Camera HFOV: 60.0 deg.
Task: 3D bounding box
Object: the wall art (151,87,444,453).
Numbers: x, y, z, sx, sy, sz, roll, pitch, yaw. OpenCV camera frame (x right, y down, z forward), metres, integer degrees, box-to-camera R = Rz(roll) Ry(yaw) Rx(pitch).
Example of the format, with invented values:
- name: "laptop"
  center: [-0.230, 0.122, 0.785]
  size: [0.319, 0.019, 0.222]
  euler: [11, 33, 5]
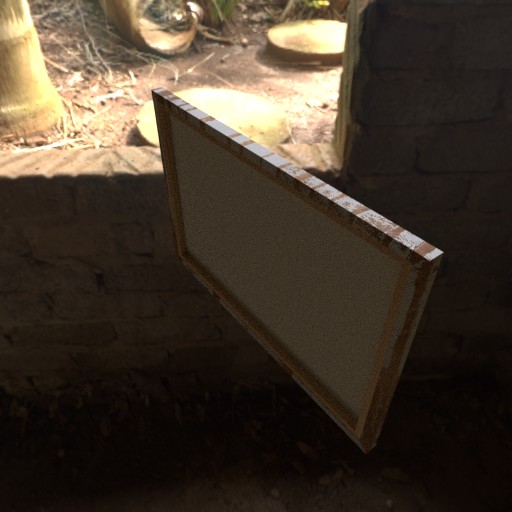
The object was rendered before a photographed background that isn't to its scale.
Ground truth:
- name: "wall art"
  center: [0.000, 0.000, 1.151]
  size: [0.035, 0.609, 0.914]
  euler: [-26, 47, -28]
